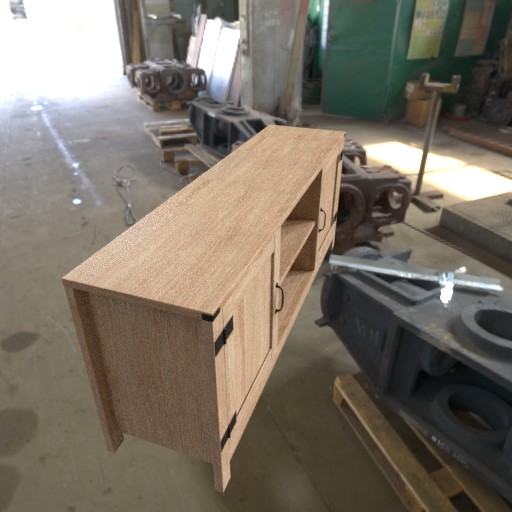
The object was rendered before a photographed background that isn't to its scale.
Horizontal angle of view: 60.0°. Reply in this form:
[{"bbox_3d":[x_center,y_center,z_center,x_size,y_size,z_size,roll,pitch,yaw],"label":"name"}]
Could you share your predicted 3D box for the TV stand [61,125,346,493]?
[{"bbox_3d":[0.000,0.000,1.686,0.398,0.610,1.466,11,32,17],"label":"TV stand"}]
